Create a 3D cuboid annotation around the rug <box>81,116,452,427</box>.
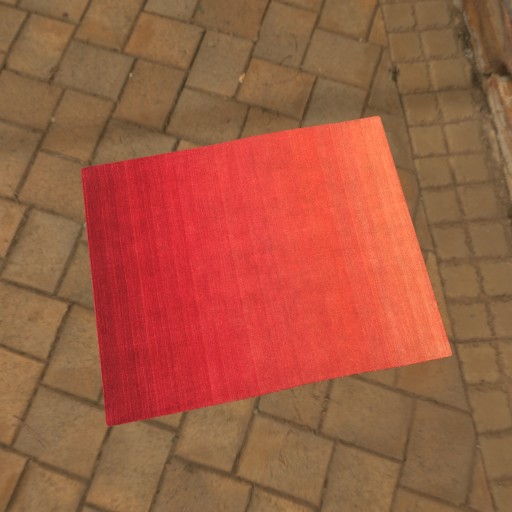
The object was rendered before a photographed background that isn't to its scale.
[{"bbox_3d":[0.000,0.000,3.934,2.905,0.028,2.340,-11,75,-3],"label":"rug"}]
